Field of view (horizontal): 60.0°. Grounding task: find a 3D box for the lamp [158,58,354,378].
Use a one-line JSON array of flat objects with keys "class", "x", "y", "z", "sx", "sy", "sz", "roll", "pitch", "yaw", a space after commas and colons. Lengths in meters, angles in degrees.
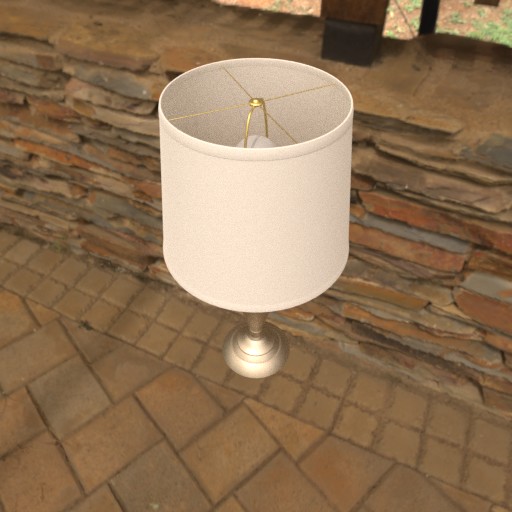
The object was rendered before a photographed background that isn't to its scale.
[{"class": "lamp", "x": 0.000, "y": 0.000, "z": 0.823, "sx": 0.328, "sy": 0.619, "sz": 0.328, "roll": 0, "pitch": 46, "yaw": 0}]
